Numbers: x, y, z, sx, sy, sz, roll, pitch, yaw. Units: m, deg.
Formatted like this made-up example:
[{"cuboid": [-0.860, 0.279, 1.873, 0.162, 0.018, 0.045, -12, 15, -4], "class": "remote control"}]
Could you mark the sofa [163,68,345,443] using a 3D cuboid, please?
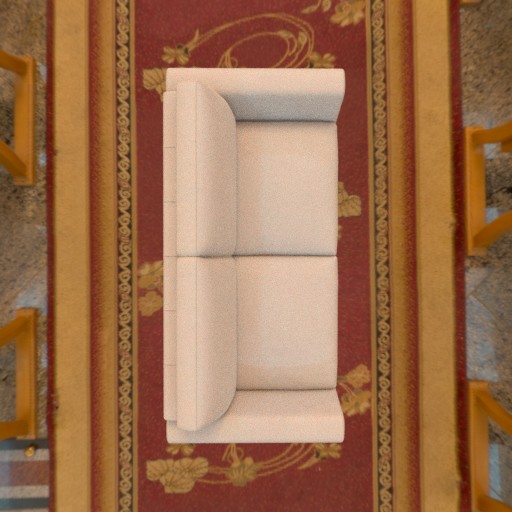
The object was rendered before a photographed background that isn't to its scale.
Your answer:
[{"cuboid": [0.000, 0.000, 2.522, 0.953, 0.875, 2.017, 0, 90, -1], "class": "sofa"}]
